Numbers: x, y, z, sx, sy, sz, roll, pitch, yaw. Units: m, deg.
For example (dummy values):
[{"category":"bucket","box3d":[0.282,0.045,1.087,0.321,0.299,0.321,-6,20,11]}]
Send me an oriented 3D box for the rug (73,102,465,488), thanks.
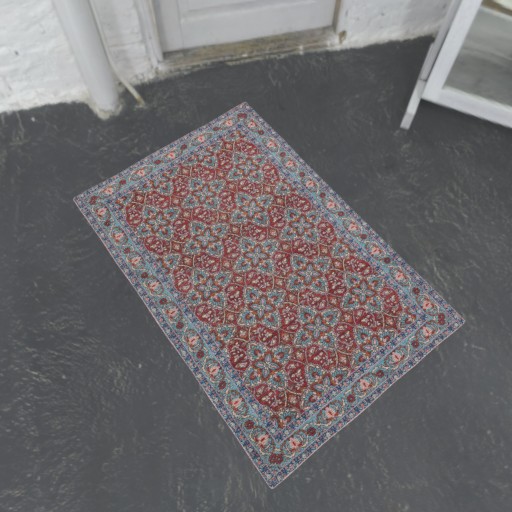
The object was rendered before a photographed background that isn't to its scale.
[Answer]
[{"category":"rug","box3d":[0.000,0.000,2.346,1.219,0.009,1.829,-34,69,-15]}]
